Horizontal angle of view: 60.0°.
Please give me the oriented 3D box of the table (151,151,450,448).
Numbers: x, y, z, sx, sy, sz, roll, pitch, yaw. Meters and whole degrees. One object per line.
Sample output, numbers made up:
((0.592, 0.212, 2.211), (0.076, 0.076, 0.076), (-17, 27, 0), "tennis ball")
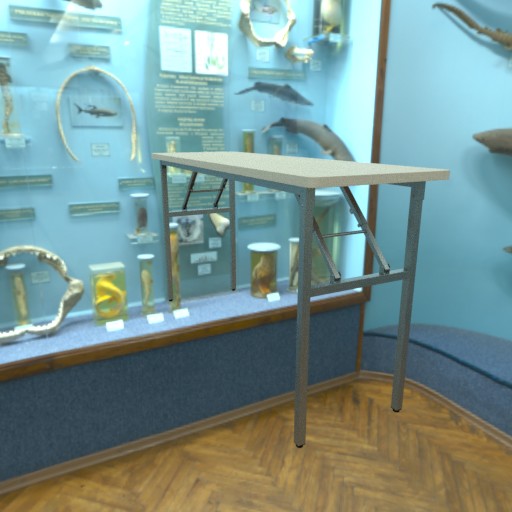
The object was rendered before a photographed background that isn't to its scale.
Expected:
((0.000, 0.000, 1.751), (0.446, 0.750, 1.397), (-8, 17, -26), "table")
